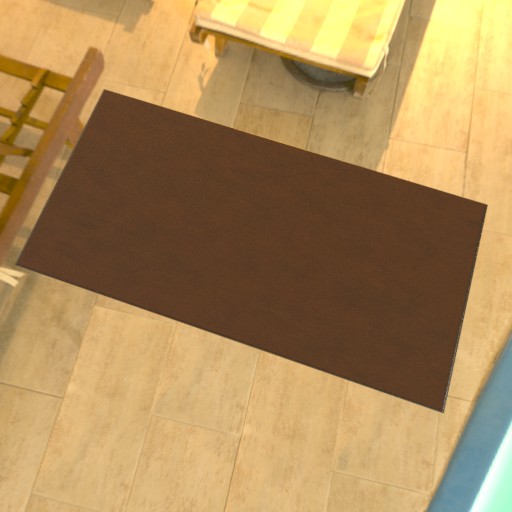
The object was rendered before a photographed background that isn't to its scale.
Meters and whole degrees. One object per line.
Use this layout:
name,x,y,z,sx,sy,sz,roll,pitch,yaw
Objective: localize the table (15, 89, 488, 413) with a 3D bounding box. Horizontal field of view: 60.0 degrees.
table,0.000,0.000,1.455,1.197,0.459,0.594,18,75,5
